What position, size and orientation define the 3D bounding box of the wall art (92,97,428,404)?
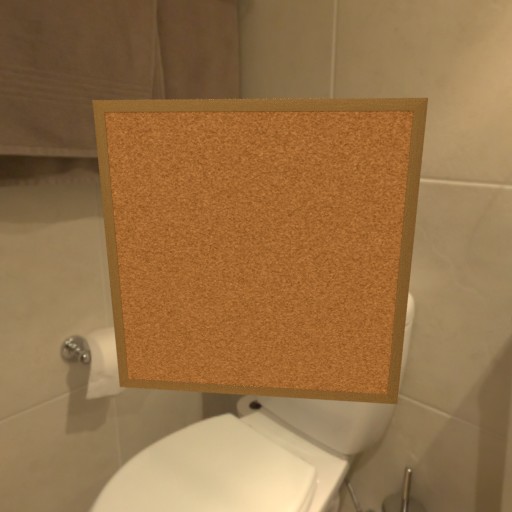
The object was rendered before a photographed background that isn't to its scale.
[{"bbox_3d":[0.000,0.000,0.459,0.304,0.305,0.038,2,16,6],"label":"wall art"}]
